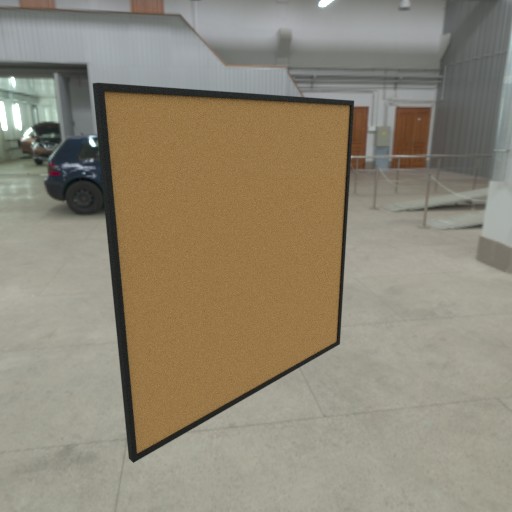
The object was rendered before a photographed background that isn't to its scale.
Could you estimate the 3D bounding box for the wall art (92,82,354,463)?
[{"bbox_3d":[0.000,0.000,0.665,0.458,0.457,0.013,-16,22,-43],"label":"wall art"}]
